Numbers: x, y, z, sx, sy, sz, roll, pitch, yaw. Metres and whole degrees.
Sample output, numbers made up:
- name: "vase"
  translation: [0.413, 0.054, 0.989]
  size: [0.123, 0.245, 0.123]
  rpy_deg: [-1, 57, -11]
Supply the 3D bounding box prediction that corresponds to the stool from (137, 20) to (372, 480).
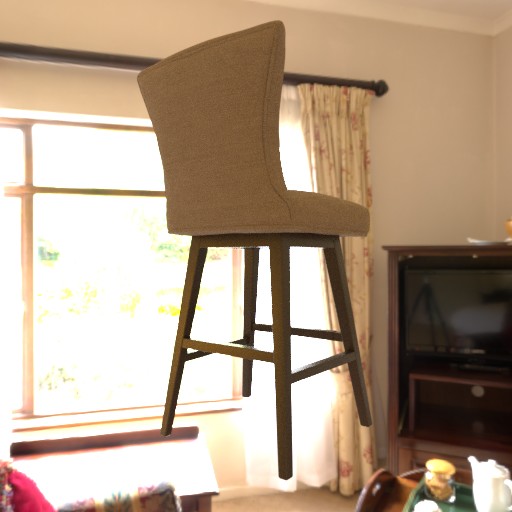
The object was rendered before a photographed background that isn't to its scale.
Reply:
- name: "stool"
  translation: [0.000, 0.000, 1.347]
  size: [0.514, 1.086, 0.574]
  rpy_deg: [0, 0, 37]
